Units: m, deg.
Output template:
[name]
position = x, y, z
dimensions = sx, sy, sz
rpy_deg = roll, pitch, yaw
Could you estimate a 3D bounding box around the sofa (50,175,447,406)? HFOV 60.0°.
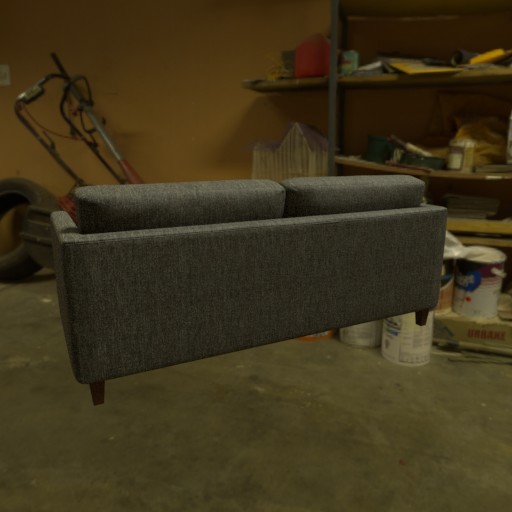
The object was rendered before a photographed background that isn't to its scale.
[sofa]
position = 0.000, 0.000, 2.687
dimensions = 2.208, 0.960, 0.948
rpy_deg = -7, 15, -26
